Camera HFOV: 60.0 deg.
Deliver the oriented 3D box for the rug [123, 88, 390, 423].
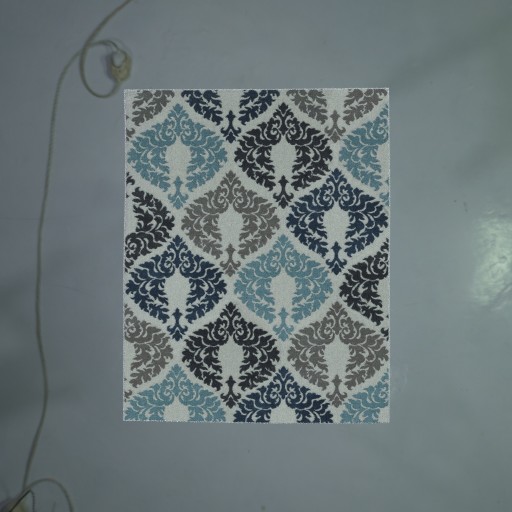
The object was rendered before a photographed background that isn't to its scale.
[{"bbox_3d":[0.000,0.000,4.028,2.423,0.014,3.040,0,90,1],"label":"rug"}]
